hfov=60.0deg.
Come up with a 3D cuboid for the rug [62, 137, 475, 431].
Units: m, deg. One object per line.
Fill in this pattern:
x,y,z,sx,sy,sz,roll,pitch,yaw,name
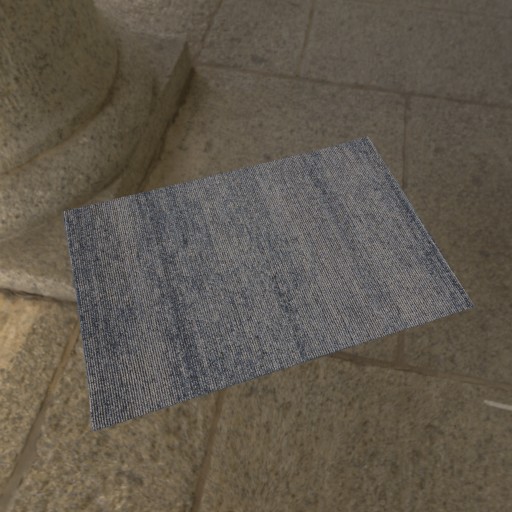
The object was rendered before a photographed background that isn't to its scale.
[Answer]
0.000,0.000,2.154,1.740,0.010,1.135,-16,60,-9,rug
